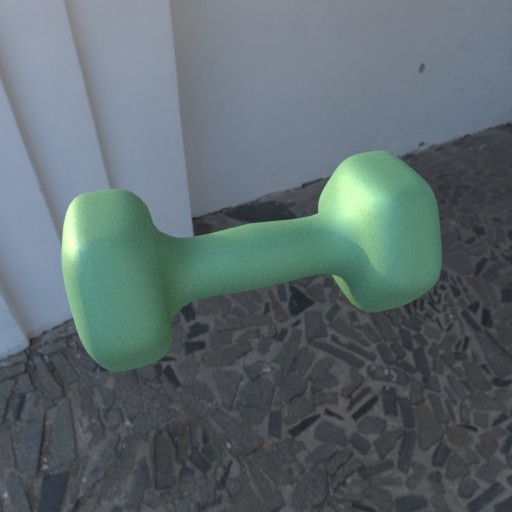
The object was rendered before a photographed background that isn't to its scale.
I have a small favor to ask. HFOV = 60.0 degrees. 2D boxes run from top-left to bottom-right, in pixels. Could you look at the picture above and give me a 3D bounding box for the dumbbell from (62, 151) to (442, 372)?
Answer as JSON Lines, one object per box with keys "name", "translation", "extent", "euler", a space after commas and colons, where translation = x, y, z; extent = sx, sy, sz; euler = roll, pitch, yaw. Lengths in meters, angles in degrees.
{"name": "dumbbell", "translation": [0.000, 0.000, 0.330], "extent": [0.260, 0.117, 0.129], "euler": [-10, 40, -12]}
